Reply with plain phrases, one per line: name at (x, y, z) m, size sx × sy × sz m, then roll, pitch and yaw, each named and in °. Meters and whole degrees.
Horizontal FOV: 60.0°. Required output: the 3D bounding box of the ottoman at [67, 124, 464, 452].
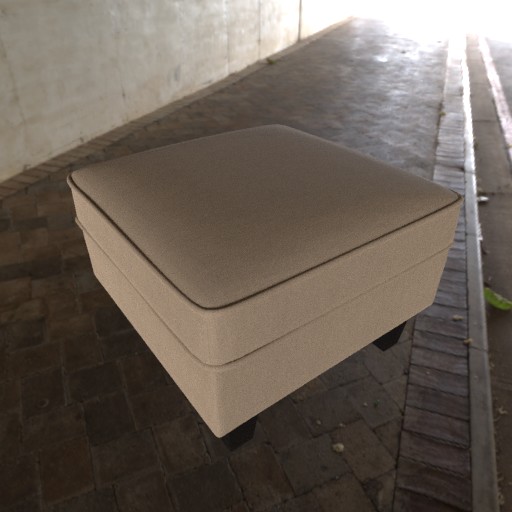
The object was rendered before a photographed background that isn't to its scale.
ottoman at (0.000, 0.000, 1.009) m, size 0.616 × 0.438 × 0.613 m, roll -22°, pitch 39°, yaw -30°
